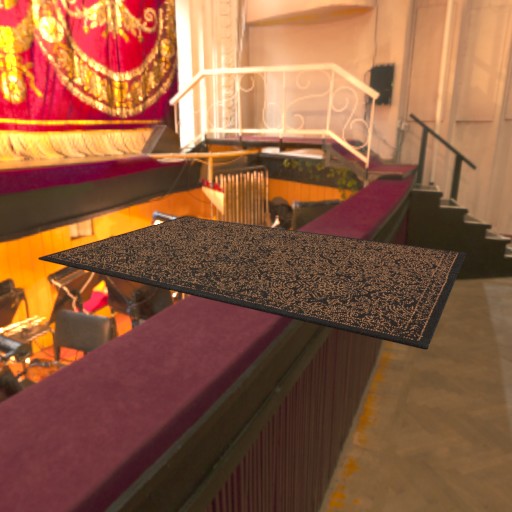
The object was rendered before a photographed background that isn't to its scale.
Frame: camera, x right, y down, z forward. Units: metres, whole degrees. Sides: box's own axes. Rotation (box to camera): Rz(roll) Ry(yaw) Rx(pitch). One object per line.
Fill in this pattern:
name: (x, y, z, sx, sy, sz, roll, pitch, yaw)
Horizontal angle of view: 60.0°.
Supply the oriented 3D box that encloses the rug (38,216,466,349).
rug: (0.000, 0.000, 2.975, 2.441, 0.015, 1.526, 9, 19, 28)
